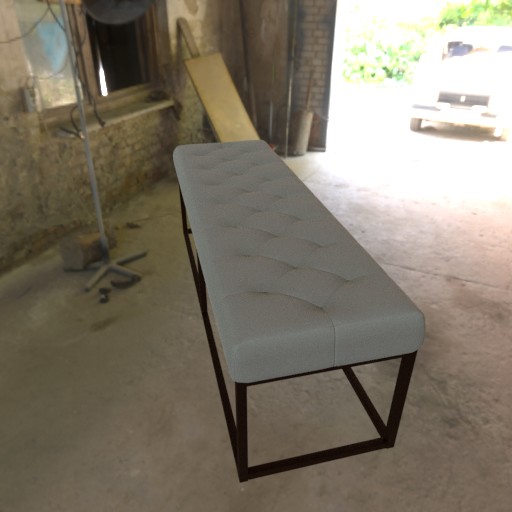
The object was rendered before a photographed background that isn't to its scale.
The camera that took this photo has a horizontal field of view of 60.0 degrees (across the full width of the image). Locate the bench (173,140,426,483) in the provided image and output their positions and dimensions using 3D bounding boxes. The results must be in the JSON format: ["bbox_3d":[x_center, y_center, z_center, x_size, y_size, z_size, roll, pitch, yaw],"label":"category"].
[{"bbox_3d":[0.000,0.000,1.701,0.479,0.488,1.488,-7,31,-12],"label":"bench"}]
